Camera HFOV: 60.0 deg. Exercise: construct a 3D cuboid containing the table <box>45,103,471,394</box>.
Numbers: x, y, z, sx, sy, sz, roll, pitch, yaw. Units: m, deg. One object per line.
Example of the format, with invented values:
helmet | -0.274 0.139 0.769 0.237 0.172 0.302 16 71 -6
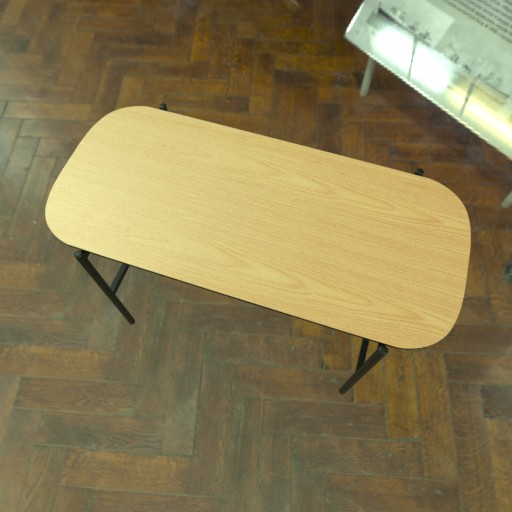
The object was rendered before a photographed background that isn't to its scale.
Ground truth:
table | 0.000 0.000 1.029 0.800 0.400 0.400 17 65 8
